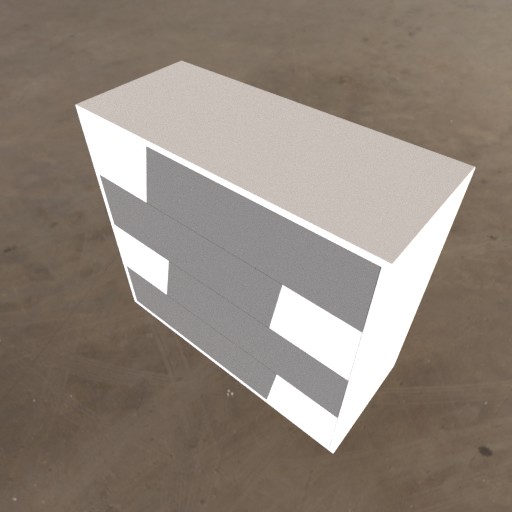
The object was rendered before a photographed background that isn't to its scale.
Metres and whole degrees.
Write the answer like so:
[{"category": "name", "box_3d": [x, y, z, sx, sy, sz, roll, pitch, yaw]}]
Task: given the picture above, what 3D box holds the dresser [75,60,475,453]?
[{"category": "dresser", "box_3d": [0.000, 0.000, 1.624, 1.100, 1.000, 0.460, 30, 52, 27]}]
